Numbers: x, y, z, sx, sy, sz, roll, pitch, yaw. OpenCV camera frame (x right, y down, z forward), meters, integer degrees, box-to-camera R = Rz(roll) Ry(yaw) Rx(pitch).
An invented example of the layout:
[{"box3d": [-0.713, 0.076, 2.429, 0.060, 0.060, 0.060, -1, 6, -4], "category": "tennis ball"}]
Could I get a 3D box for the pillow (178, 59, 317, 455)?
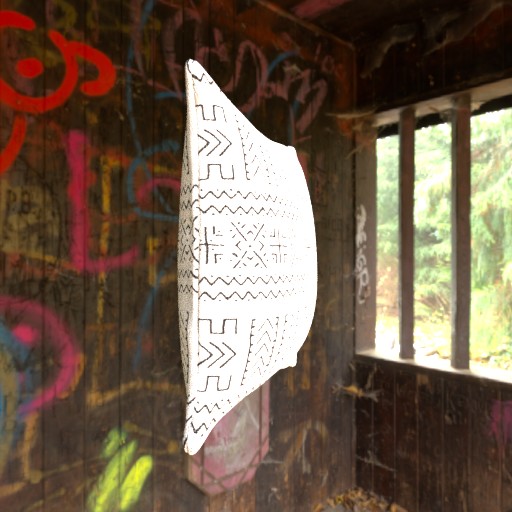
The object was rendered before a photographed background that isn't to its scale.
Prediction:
[{"box3d": [0.000, 0.000, 0.669, 0.164, 0.430, 0.438, 0, 0, 19], "category": "pillow"}]
